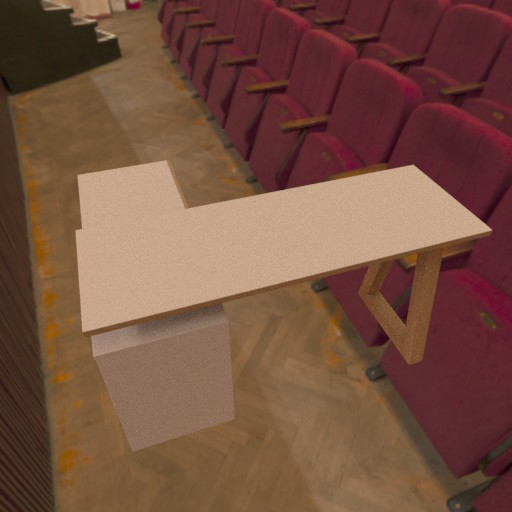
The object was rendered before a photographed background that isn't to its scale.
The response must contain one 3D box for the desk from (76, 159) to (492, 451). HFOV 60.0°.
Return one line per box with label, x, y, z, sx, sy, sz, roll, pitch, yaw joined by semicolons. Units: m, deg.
desk;0.000;0.000;2.044;1.404;0.755;1.098;-13;43;-14
